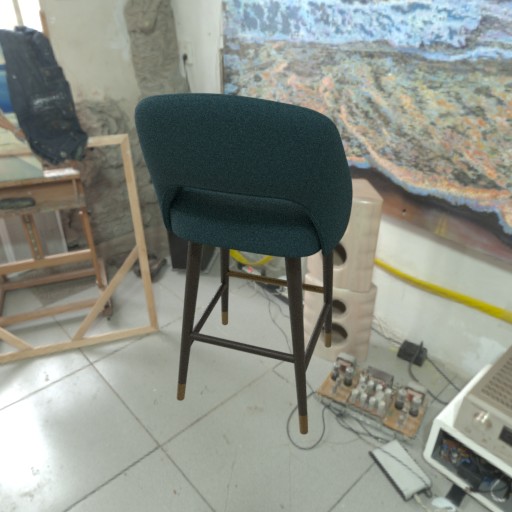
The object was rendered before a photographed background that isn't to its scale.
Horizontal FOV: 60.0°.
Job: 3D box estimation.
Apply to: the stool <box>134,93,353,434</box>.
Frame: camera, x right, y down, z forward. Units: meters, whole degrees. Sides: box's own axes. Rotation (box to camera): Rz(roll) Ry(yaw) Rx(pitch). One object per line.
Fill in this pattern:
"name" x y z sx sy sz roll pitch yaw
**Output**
"stool" 0.000 0.000 1.350 0.536 1.032 0.522 10 32 15
